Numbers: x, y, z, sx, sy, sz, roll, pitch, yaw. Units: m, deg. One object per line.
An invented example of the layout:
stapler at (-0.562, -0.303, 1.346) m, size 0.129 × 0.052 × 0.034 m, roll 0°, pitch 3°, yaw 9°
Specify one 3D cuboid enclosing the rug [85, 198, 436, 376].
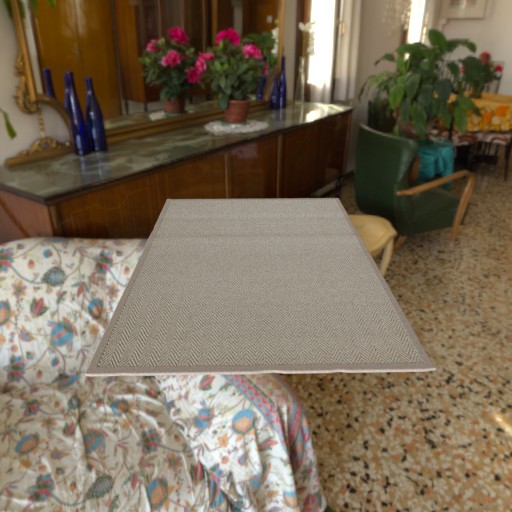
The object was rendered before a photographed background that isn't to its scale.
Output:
rug at (0.000, 0.000, 2.956) m, size 1.540 × 0.021 × 2.290 m, roll -1°, pitch 27°, yaw -1°
